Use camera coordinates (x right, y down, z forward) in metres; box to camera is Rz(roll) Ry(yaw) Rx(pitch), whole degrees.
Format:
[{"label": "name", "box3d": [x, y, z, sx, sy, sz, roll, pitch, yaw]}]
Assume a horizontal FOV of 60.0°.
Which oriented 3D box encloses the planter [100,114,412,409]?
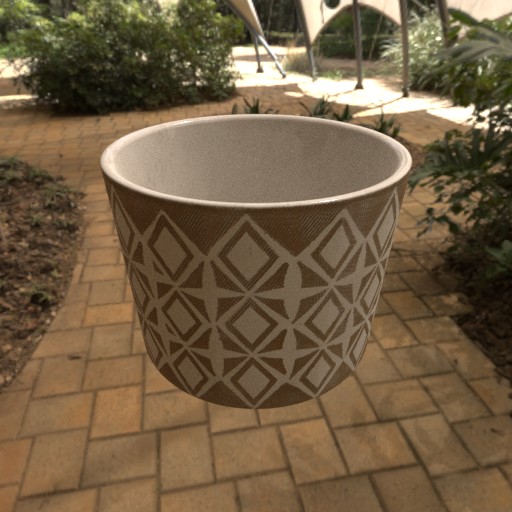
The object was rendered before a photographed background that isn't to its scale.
[{"label": "planter", "box3d": [0.000, 0.000, 0.440, 0.260, 0.220, 0.260, 0, 30, 0]}]
